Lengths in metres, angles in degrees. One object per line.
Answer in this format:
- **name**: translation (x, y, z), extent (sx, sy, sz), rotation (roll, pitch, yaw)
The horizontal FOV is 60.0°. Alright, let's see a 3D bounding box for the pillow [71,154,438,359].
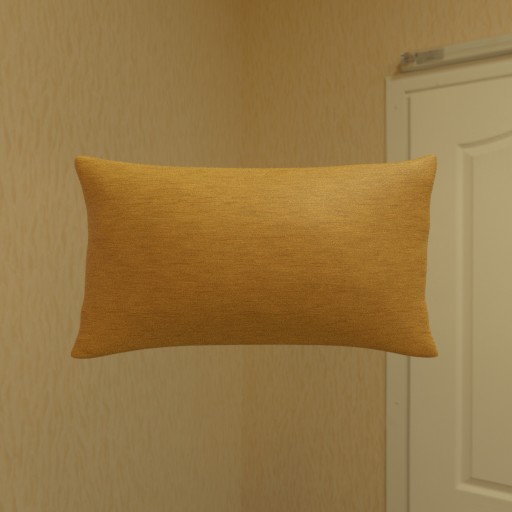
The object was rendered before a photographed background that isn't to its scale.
- **pillow**: translation (0.000, 0.000, 0.775), extent (0.634, 0.354, 0.210), rotation (0, 0, -1)
